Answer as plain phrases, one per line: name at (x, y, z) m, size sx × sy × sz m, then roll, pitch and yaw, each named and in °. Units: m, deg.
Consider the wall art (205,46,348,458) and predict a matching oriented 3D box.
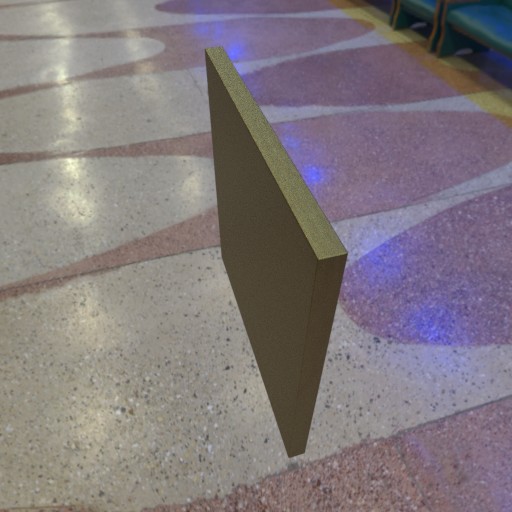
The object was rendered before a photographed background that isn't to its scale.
wall art at (0.000, 0.000, 0.757) m, size 0.031 × 0.506 × 0.503 m, roll -12°, pitch 48°, yaw -11°
